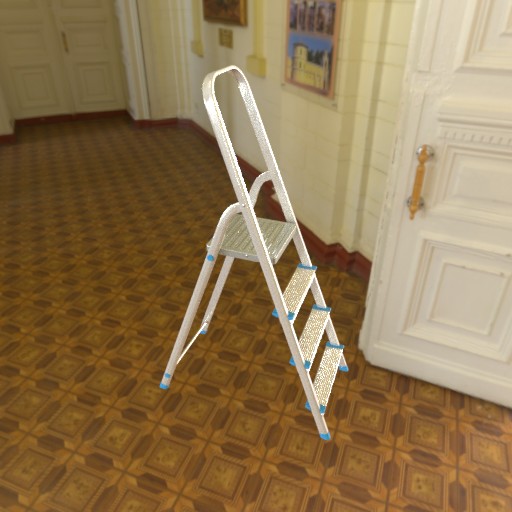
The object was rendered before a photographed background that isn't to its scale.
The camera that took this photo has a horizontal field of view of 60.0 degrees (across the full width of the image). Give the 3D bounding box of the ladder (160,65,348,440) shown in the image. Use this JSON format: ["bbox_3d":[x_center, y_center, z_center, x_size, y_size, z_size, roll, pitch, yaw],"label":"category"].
[{"bbox_3d":[0.000,0.000,1.831,0.842,1.434,0.445,11,34,17],"label":"ladder"}]
